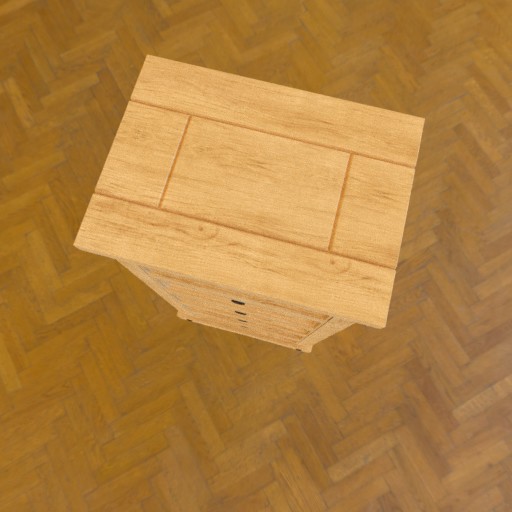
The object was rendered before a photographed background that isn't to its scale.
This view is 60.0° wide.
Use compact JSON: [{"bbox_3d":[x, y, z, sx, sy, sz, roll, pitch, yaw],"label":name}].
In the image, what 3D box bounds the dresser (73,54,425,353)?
[{"bbox_3d":[0.000,0.000,1.277,0.531,1.041,0.390,14,76,4],"label":"dresser"}]
